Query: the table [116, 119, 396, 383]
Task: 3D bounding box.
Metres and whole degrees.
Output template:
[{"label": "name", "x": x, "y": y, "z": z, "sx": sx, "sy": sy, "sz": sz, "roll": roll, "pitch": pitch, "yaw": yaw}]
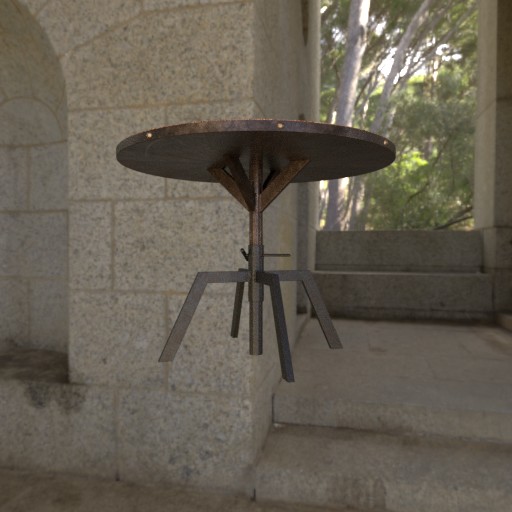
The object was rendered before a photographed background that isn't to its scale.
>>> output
[{"label": "table", "x": 0.000, "y": 0.000, "z": 1.477, "sx": 0.885, "sy": 0.658, "sz": 0.885, "roll": 0, "pitch": 1, "yaw": 0}]
